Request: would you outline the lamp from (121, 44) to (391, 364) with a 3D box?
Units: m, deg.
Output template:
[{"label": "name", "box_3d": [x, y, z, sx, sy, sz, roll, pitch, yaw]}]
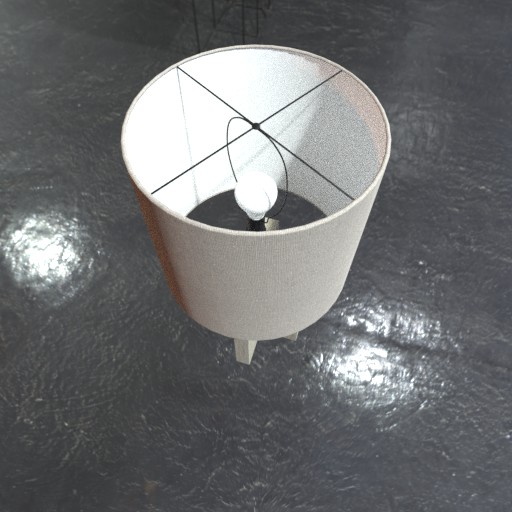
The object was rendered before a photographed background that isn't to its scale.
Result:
[{"label": "lamp", "box_3d": [0.000, 0.000, 0.560, 0.229, 0.428, 0.229, 15, 60, 9]}]
